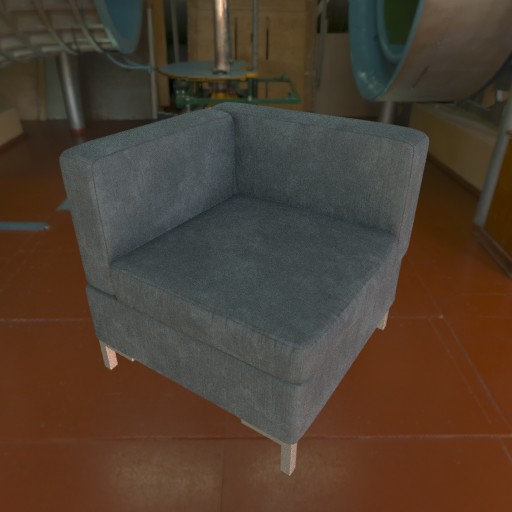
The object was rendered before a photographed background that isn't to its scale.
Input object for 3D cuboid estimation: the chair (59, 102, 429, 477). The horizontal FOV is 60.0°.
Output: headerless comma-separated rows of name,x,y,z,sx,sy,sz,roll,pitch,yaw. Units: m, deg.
chair,0.000,0.000,1.218,0.680,0.660,0.680,19,35,28
